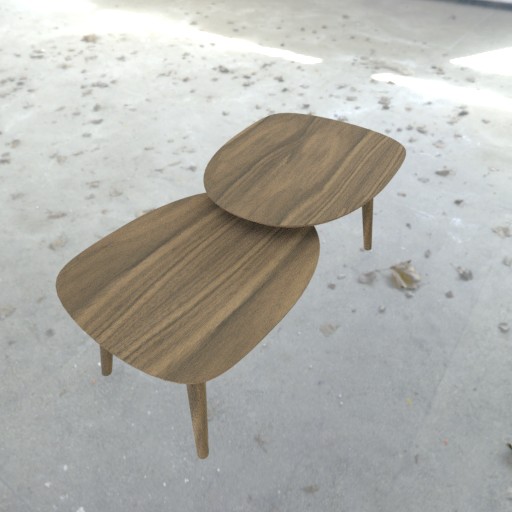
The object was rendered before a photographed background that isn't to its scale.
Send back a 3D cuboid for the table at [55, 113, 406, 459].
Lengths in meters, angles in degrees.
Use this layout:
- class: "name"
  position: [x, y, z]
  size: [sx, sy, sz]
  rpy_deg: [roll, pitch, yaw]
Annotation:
- class: "table"
  position: [0.000, 0.000, 1.324]
  size: [0.527, 0.429, 1.084]
  rpy_deg: [26, 48, 26]
